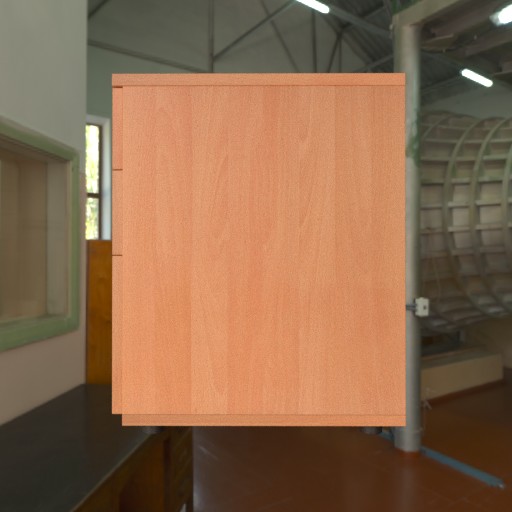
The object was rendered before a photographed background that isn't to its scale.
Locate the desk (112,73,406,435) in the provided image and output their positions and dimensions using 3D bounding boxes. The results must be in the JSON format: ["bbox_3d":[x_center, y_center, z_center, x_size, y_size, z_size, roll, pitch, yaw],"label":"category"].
[{"bbox_3d":[0.000,0.000,1.088,0.600,0.730,0.404,0,0,0],"label":"desk"}]
